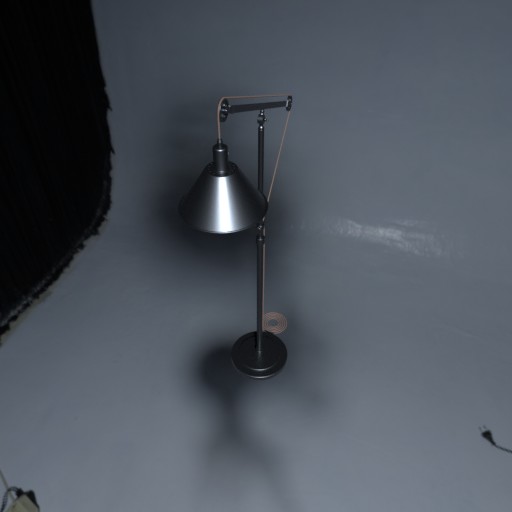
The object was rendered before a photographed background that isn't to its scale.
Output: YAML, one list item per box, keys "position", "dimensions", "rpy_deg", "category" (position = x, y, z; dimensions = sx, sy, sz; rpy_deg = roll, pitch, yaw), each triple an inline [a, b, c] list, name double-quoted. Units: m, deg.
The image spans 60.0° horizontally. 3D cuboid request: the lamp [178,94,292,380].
- position: [0.000, 0.000, 1.962]
  dimensions: [0.319, 1.626, 0.904]
  rpy_deg: [14, 43, 15]
  category: "lamp"
